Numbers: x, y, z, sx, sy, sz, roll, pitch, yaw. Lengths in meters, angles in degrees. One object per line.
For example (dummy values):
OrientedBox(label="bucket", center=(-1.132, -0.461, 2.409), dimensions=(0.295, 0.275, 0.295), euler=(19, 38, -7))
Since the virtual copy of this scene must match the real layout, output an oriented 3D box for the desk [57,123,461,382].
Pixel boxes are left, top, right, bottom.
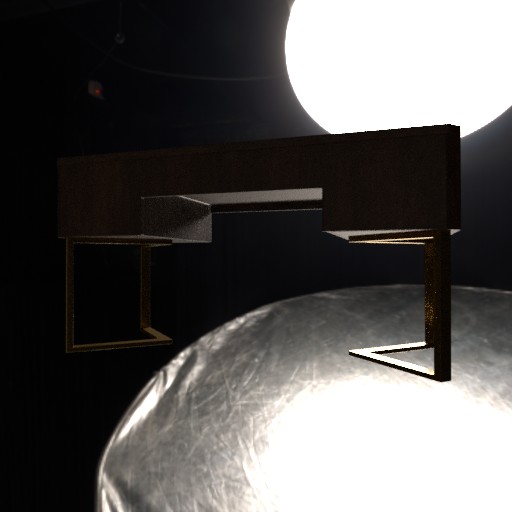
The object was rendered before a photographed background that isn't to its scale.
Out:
OrientedBox(label="desk", center=(0.000, 0.000, 1.828), dimensions=(1.479, 0.762, 0.684), euler=(0, -1, 18))
